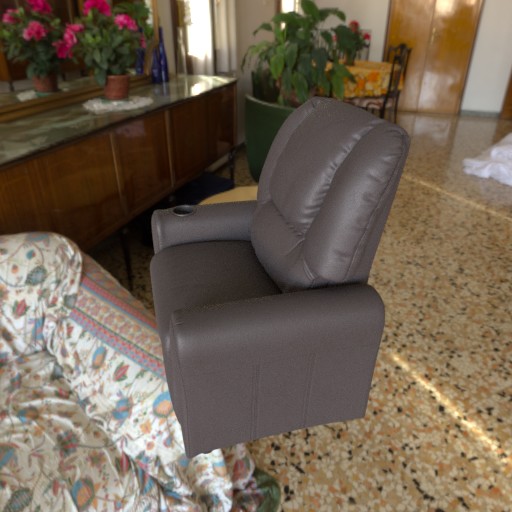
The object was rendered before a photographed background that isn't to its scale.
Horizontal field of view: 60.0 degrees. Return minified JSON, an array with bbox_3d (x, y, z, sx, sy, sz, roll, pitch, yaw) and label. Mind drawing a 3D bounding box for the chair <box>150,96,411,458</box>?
[{"bbox_3d":[0.000,0.000,1.105,0.521,0.709,0.610,-8,31,-13],"label":"chair"}]
